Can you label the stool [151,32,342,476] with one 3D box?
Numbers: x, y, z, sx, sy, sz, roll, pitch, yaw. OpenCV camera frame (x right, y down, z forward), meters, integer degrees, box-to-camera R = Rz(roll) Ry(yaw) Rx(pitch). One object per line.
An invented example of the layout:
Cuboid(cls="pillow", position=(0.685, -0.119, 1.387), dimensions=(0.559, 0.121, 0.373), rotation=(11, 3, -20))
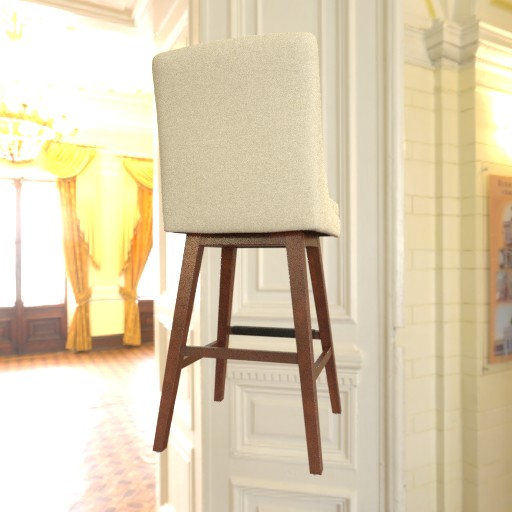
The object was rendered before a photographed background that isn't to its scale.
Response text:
Cuboid(cls="stool", position=(0.000, 0.000, 1.371), dimensions=(0.470, 1.097, 0.559), rotation=(0, 0, 17))
